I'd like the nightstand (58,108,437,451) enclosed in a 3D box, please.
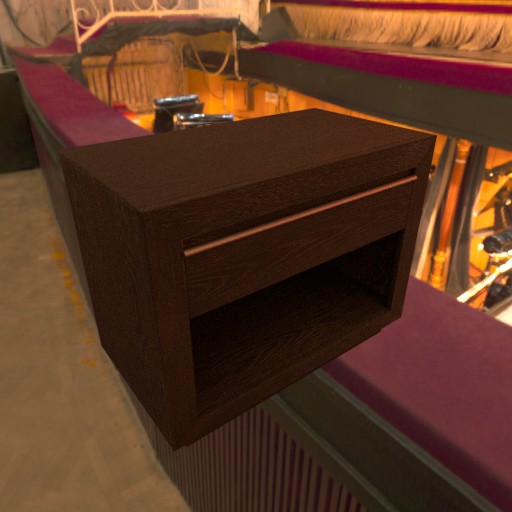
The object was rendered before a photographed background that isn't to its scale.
[{"bbox_3d":[0.000,0.000,1.179,0.775,0.612,0.457,-20,35,-32],"label":"nightstand"}]
